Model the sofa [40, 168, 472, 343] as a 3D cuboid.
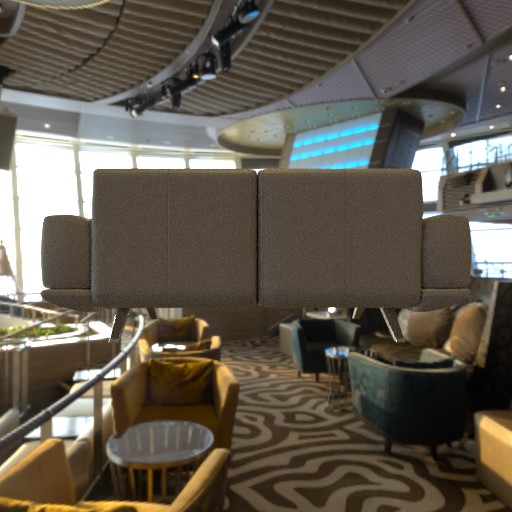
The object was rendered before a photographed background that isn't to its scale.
[{"bbox_3d":[0.000,0.000,2.367,1.901,0.772,0.900,0,-1,-1],"label":"sofa"}]
